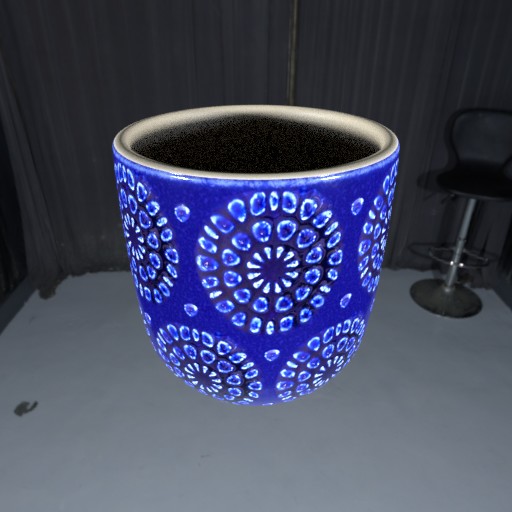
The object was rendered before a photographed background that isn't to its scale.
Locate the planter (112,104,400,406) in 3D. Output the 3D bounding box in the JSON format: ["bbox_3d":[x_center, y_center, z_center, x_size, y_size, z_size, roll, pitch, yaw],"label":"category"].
[{"bbox_3d":[0.000,0.000,0.199,0.109,0.112,0.109,0,29,0],"label":"planter"}]
